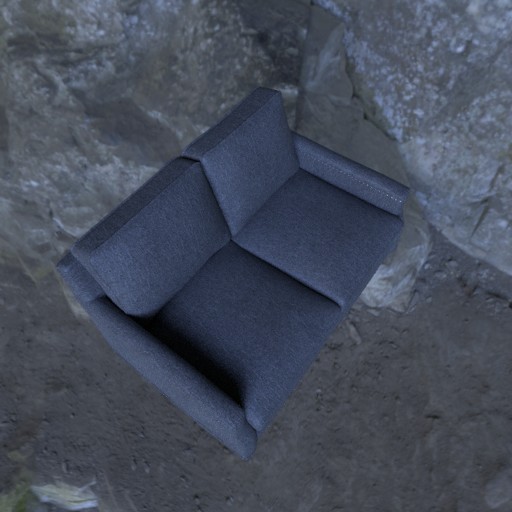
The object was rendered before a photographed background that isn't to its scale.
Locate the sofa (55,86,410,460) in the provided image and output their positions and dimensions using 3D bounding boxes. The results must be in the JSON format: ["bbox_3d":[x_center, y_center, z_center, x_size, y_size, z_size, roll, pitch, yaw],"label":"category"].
[{"bbox_3d":[0.000,0.000,2.356,1.084,1.003,1.597,32,63,19],"label":"sofa"}]
